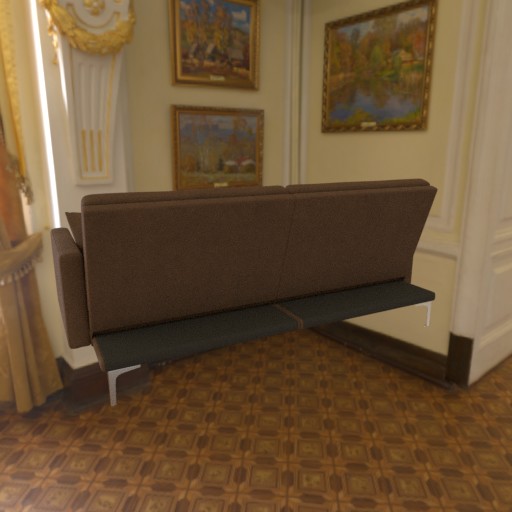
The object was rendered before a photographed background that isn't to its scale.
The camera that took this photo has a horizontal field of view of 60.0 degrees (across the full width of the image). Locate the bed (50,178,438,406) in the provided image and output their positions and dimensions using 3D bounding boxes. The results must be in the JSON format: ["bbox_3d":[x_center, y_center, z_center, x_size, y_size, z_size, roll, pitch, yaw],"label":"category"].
[{"bbox_3d":[0.000,0.000,2.328,1.905,0.787,0.889,-7,16,-26],"label":"bed"}]
